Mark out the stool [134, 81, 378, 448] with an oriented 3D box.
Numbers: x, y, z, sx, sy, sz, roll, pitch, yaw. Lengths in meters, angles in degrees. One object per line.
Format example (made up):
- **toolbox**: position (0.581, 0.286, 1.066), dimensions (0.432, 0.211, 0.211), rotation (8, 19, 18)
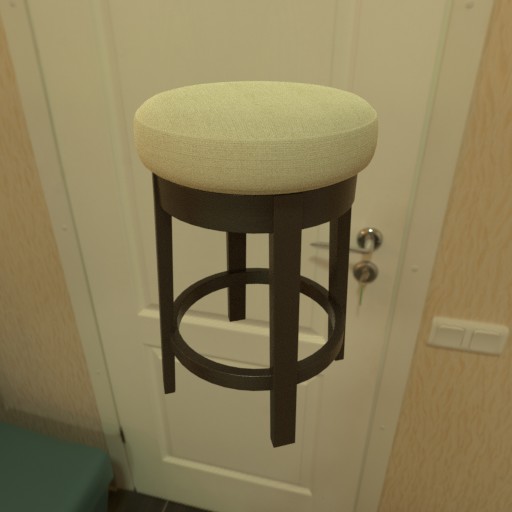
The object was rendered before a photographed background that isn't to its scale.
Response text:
- **stool**: position (0.000, 0.000, 0.934), dimensions (0.449, 0.655, 0.449), rotation (0, 30, 0)
